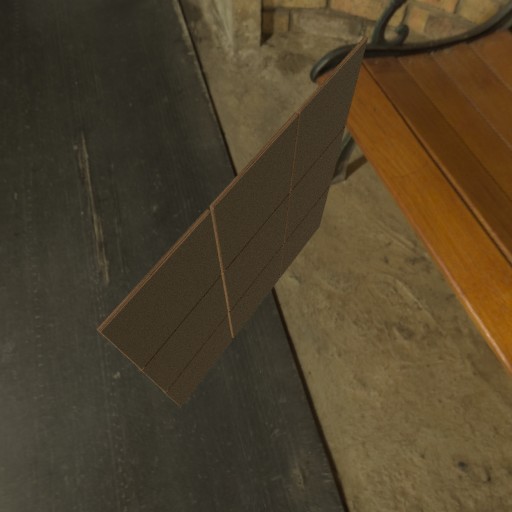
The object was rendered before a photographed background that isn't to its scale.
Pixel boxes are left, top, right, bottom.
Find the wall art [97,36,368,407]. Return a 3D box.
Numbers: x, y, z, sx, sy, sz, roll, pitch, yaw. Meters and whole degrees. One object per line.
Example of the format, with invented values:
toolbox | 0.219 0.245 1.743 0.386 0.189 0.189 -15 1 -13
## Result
wall art | 0.000 0.000 1.332 0.010 0.917 0.919 33 68 15
